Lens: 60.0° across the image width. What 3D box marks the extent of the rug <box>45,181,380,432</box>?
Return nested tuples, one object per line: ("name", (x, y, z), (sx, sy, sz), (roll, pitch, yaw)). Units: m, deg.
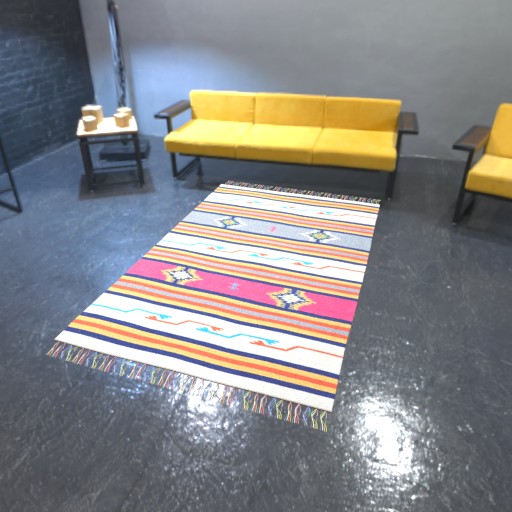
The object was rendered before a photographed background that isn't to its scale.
("rug", (0.000, 0.000, 2.248), (1.084, 0.013, 1.849), (10, 32, 16))
